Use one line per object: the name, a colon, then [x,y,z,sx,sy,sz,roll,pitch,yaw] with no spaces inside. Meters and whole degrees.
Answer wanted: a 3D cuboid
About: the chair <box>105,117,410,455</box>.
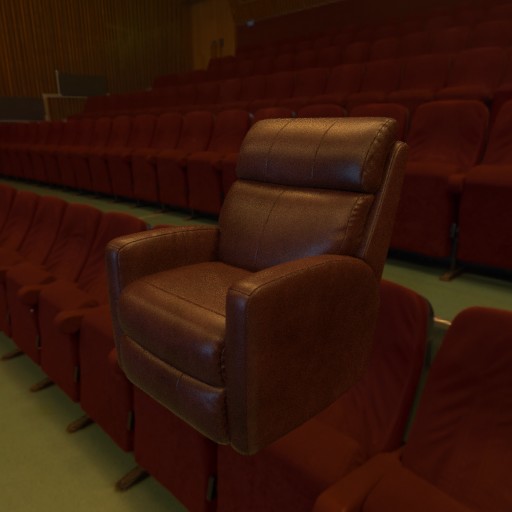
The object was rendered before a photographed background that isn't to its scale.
chair: [0.000,0.000,1.690,0.787,1.016,0.939,15,22,42]
